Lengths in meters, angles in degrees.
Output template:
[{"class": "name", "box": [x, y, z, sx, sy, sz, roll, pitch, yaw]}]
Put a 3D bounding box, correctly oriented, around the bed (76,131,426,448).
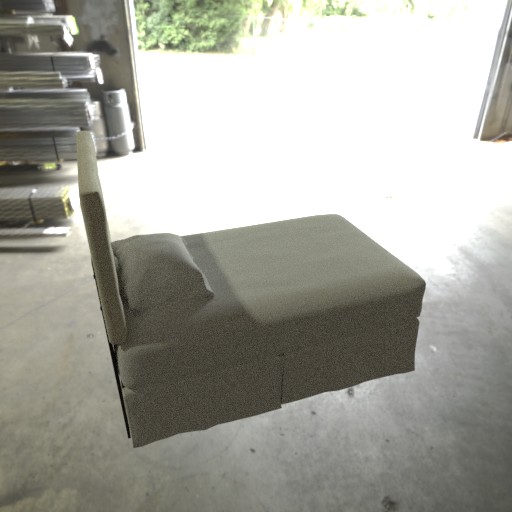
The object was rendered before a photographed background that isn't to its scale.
[{"class": "bed", "box": [0.000, 0.000, 2.963, 1.997, 1.571, 1.261, -10, 31, -17]}]
